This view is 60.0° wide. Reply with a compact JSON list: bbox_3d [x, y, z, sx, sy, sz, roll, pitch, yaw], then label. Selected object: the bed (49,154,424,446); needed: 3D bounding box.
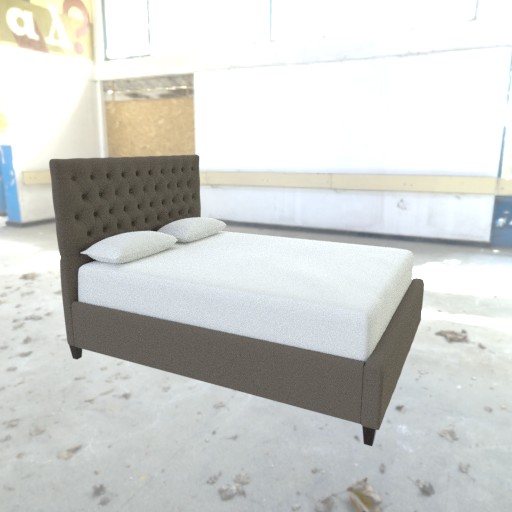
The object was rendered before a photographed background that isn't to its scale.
[{"bbox_3d":[0.000,0.000,3.297,2.233,1.426,1.696,7,16,26],"label":"bed"}]
